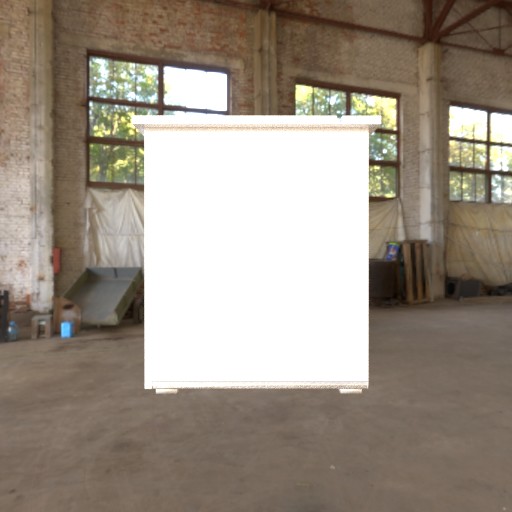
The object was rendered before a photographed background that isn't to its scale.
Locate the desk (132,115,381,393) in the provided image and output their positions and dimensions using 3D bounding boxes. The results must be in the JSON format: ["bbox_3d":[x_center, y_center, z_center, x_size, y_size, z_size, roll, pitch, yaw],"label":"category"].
[{"bbox_3d":[0.000,0.000,1.980,0.670,0.760,1.580,0,0,0],"label":"desk"}]
